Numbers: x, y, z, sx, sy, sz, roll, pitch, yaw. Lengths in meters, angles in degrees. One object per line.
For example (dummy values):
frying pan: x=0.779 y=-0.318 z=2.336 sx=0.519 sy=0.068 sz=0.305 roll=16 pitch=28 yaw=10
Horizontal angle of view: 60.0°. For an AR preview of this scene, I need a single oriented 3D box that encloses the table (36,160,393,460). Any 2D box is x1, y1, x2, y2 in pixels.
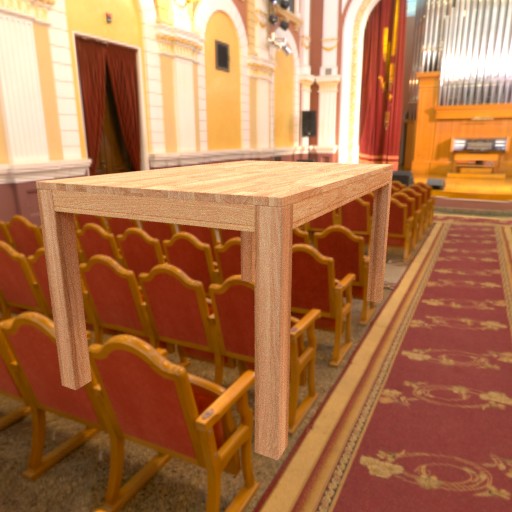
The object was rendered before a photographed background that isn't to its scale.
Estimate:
table: x=0.000 y=0.000 z=2.039 sx=0.900 sy=0.770 sz=1.500 roll=7 pitch=17 yaw=26
